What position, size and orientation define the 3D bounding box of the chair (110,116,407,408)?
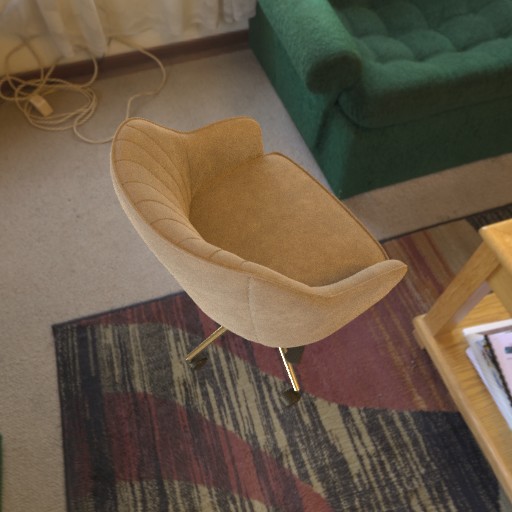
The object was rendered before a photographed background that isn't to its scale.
[{"bbox_3d":[0.000,0.000,1.227,0.573,0.831,0.635,-31,63,-18],"label":"chair"}]
